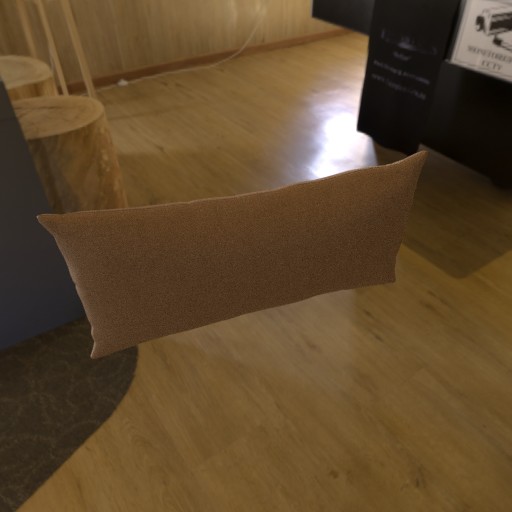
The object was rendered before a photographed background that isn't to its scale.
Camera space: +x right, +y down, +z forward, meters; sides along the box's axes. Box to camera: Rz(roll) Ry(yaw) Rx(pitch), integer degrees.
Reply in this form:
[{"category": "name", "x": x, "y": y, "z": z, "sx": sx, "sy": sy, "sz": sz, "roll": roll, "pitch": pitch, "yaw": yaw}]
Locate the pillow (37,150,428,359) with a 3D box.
[{"category": "pillow", "x": 0.000, "y": 0.000, "z": 0.753, "sx": 0.612, "sy": 0.308, "sz": 0.148, "roll": -12, "pitch": 43, "yaw": -14}]
